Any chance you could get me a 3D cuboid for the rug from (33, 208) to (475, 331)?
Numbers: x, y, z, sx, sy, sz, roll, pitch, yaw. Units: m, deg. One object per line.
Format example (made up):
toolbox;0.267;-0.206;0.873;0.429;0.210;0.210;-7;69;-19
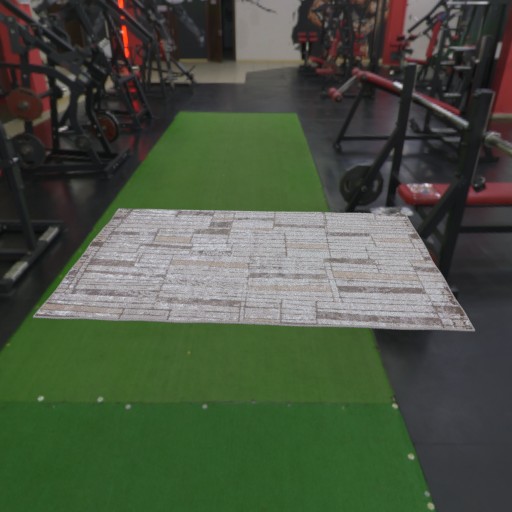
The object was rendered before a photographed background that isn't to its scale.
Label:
rug;0.000;0.000;3.099;2.444;0.023;1.531;1;30;2
